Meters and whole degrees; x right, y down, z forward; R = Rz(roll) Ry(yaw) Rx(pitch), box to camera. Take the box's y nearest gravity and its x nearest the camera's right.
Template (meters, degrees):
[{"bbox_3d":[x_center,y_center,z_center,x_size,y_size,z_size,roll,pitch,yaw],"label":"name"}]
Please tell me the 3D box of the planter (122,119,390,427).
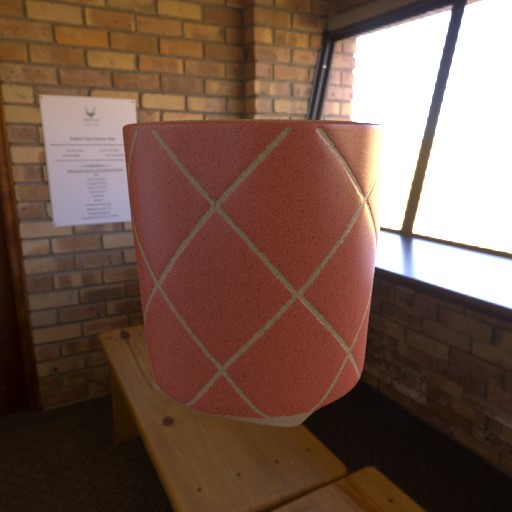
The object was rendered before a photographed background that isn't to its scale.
[{"bbox_3d":[0.000,0.000,0.420,0.227,0.235,0.227,0,14,0],"label":"planter"}]
